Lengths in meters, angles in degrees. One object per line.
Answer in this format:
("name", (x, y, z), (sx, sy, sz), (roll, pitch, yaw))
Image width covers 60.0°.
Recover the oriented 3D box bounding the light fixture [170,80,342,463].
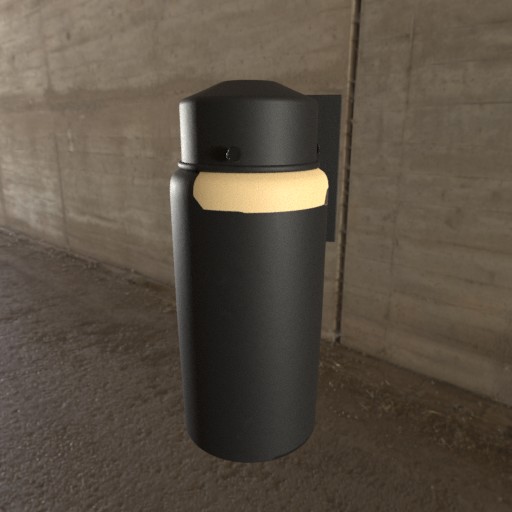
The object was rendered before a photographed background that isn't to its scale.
("light fixture", (0.000, 0.000, 0.360), (0.130, 0.257, 0.176), (2, 16, 8))
